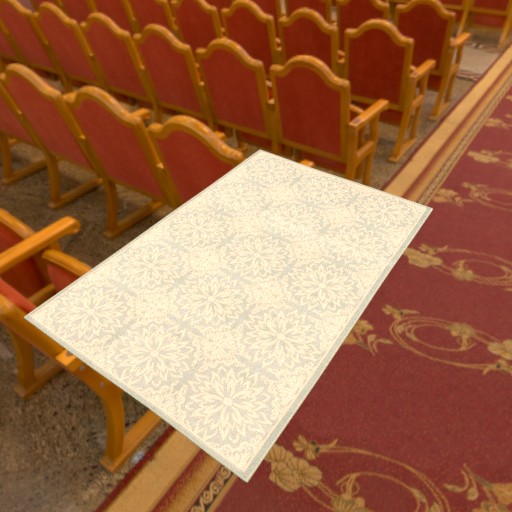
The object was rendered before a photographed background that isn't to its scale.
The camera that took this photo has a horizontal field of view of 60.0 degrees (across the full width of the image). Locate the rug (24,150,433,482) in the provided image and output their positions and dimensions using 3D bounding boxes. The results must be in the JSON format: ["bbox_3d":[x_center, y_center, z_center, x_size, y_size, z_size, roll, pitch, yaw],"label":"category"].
[{"bbox_3d":[0.000,0.000,2.259,1.219,0.012,1.840,25,48,25],"label":"rug"}]
